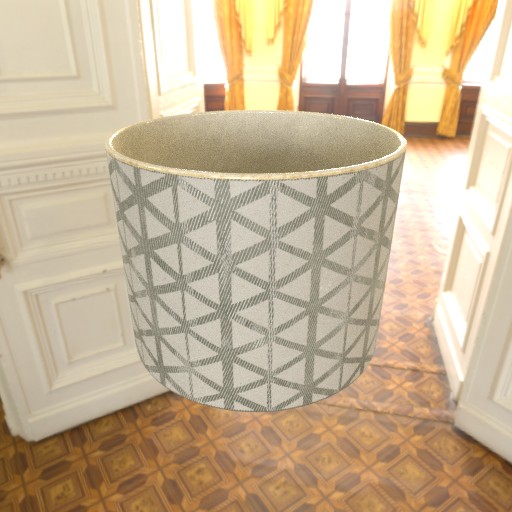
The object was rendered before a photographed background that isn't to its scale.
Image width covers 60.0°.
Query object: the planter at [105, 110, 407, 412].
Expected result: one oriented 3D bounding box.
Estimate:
[{"bbox_3d":[0.000,0.000,0.437,0.250,0.239,0.250,0,27,0],"label":"planter"}]
